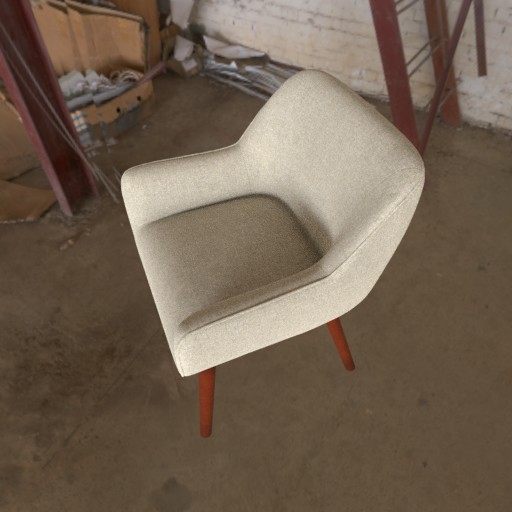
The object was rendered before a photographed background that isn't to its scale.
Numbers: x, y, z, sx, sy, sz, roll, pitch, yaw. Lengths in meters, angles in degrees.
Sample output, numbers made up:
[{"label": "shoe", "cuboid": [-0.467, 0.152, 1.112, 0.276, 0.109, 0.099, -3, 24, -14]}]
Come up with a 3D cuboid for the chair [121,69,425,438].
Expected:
[{"label": "chair", "cuboid": [0.000, 0.000, 1.266, 0.610, 0.813, 0.610, -17, 50, -15]}]
